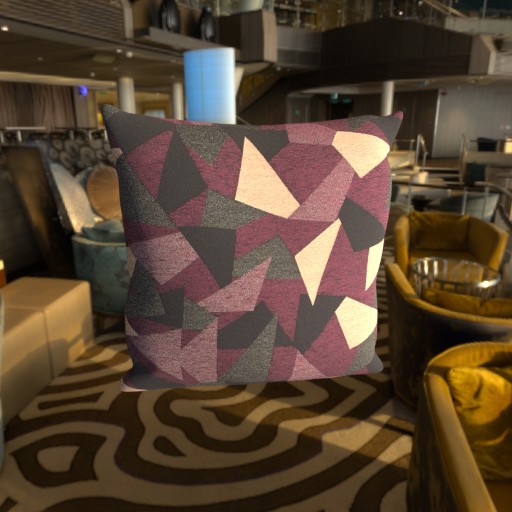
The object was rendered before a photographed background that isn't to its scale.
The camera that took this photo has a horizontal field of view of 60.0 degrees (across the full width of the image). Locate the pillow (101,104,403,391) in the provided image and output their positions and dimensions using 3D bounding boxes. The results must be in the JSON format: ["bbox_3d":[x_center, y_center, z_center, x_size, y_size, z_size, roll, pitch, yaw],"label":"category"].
[{"bbox_3d":[0.000,0.000,0.768,0.503,0.496,0.208,-2,16,-8],"label":"pillow"}]
